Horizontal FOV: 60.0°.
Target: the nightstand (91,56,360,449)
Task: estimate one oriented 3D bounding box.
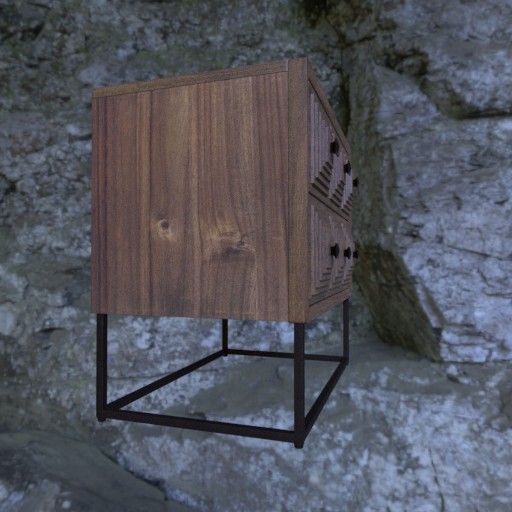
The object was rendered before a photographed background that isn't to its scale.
[{"bbox_3d":[0.000,0.000,1.030,0.437,0.610,0.610,0,-1,18],"label":"nightstand"}]
